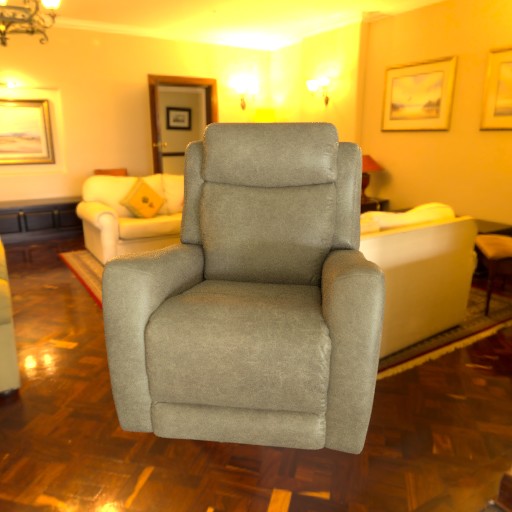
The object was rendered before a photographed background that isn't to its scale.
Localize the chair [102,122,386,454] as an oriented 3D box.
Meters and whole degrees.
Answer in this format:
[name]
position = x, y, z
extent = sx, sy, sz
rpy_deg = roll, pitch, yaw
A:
[chair]
position = 0.000, 0.000, 1.891
extent = 0.967, 1.116, 1.068
rpy_deg = 2, 15, 9
